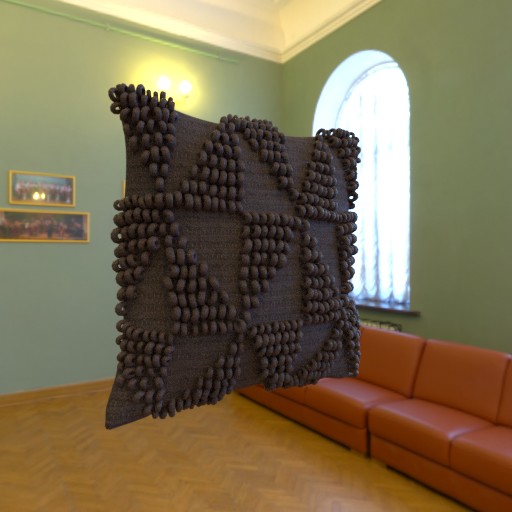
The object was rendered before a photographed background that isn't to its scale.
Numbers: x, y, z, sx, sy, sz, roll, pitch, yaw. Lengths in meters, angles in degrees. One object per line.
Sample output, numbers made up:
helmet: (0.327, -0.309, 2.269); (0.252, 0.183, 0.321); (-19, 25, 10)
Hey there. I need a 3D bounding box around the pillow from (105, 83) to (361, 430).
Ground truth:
pillow: (0.000, 0.000, 0.714); (0.470, 0.467, 0.172); (0, 0, -33)
